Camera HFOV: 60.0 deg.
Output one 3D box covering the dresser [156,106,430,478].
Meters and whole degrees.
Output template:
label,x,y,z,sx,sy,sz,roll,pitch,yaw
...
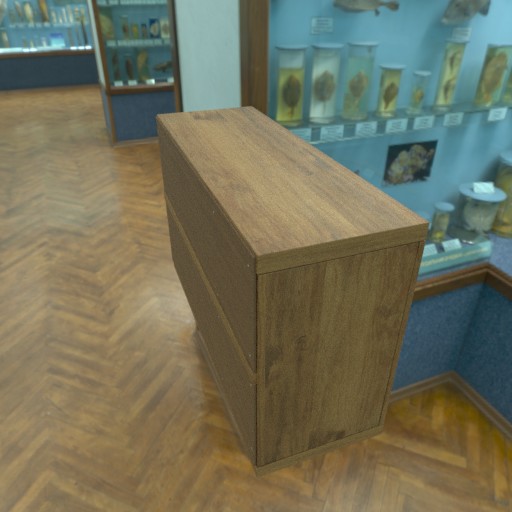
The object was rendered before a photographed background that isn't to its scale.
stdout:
label,x,y,z,sx,sy,sz,roll,pitch,yaw
dresser,0.000,0.000,1.718,0.479,0.825,1.261,-11,33,-17
